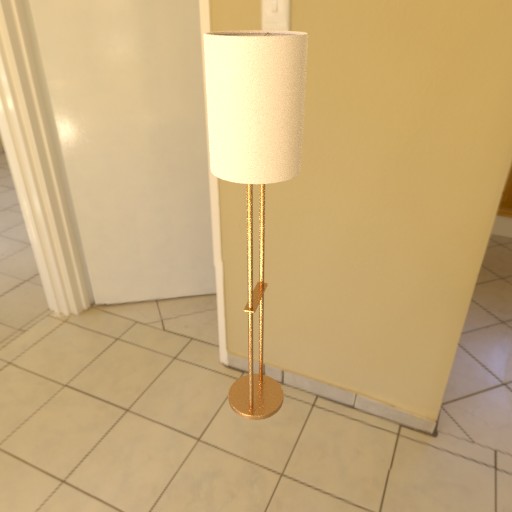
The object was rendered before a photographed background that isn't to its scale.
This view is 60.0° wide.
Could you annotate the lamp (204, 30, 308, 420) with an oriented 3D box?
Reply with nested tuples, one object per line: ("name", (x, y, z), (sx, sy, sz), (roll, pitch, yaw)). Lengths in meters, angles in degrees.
("lamp", (0.000, 0.000, 1.667), (0.305, 1.500, 0.306), (8, 31, 13))
